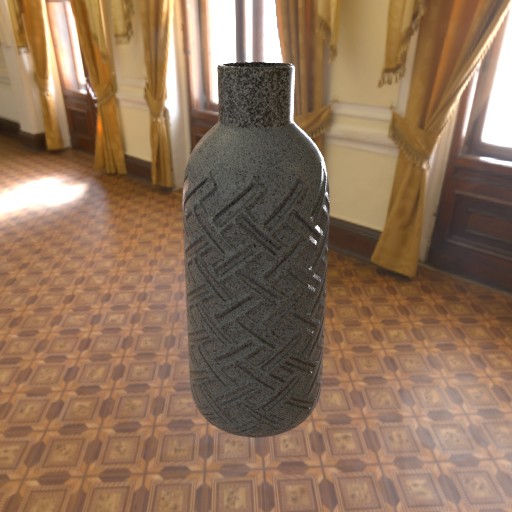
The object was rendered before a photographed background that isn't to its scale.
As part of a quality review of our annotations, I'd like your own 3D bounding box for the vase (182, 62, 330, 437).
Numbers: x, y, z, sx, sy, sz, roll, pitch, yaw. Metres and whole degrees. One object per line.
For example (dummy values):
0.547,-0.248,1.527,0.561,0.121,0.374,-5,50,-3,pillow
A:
0.000,0.000,0.355,0.122,0.282,0.122,0,27,0,vase
